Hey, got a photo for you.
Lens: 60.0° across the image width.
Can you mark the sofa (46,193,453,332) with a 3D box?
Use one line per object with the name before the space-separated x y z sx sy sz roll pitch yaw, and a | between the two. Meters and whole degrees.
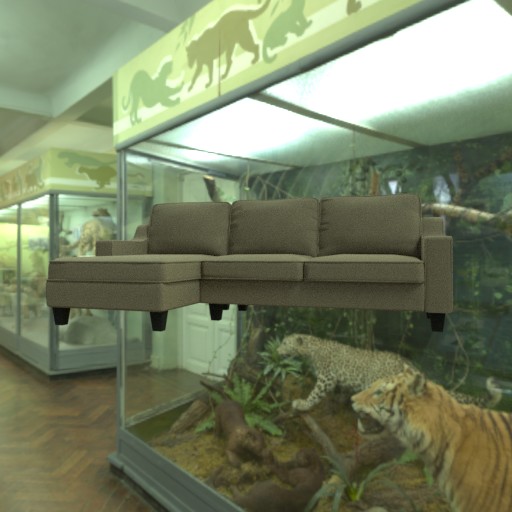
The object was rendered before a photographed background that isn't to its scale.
sofa | 0.000 0.000 3.166 2.561 0.928 1.294 0 0 18
